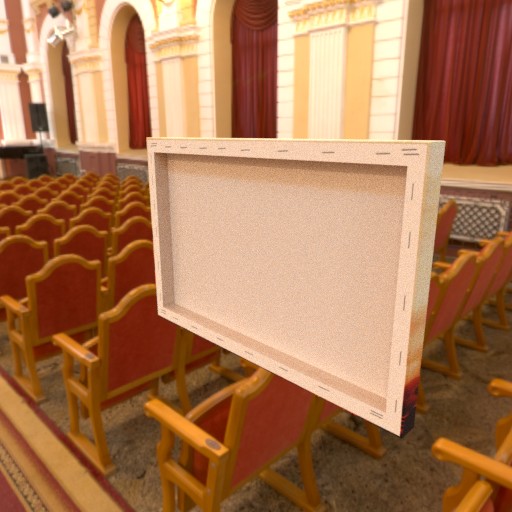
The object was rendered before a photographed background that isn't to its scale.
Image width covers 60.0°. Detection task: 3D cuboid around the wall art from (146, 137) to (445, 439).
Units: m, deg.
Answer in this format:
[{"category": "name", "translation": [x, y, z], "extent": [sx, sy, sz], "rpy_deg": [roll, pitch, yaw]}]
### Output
[{"category": "wall art", "translation": [0.000, 0.000, 0.786], "extent": [0.040, 0.402, 0.613], "rpy_deg": [-15, 21, -43]}]
